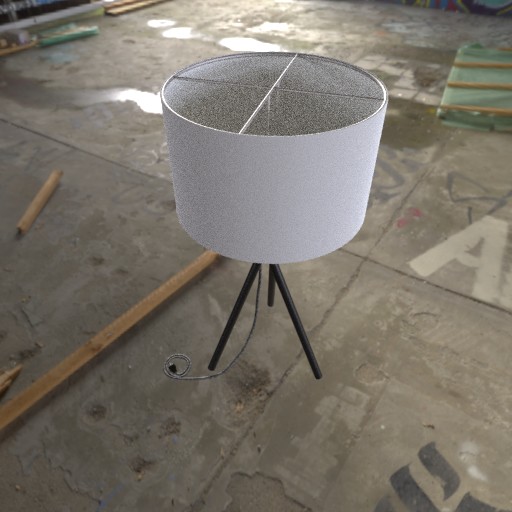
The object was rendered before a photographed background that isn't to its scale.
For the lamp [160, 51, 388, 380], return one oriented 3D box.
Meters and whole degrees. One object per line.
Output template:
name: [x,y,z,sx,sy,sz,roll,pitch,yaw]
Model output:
lamp: [0.000,0.000,0.904,0.422,0.674,0.353,-26,48,-27]
